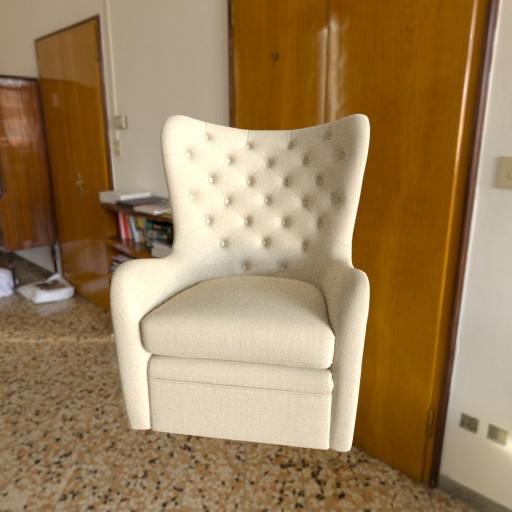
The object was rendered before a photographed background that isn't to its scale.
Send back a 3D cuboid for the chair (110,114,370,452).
[{"bbox_3d":[0.000,0.000,1.738,0.831,1.079,0.929,2,15,9],"label":"chair"}]
